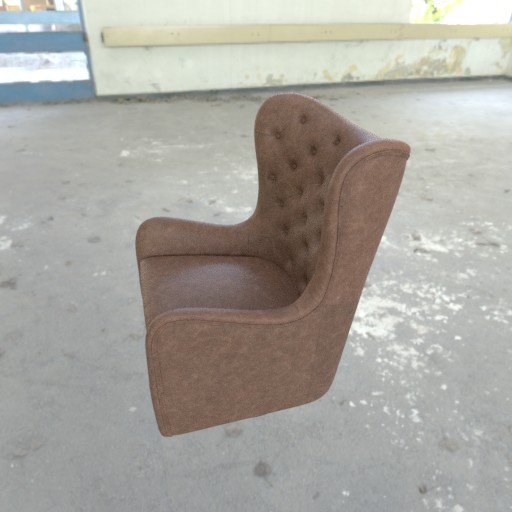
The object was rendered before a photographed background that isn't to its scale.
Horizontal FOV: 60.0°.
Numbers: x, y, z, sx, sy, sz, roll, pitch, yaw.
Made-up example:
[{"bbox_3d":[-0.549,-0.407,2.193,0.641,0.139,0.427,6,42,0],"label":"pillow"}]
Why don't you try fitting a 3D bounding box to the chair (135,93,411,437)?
[{"bbox_3d":[0.000,0.000,1.750,0.930,1.079,0.831,-8,31,-14],"label":"chair"}]
